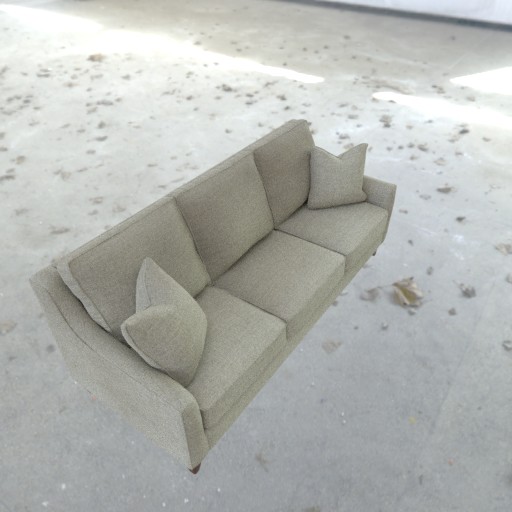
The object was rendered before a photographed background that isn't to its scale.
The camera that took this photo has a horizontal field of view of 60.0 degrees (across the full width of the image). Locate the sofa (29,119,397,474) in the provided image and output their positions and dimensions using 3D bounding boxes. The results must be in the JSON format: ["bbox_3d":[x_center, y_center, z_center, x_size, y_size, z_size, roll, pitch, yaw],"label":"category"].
[{"bbox_3d":[0.000,0.000,2.466,0.865,0.914,2.031,25,46,27],"label":"sofa"}]
